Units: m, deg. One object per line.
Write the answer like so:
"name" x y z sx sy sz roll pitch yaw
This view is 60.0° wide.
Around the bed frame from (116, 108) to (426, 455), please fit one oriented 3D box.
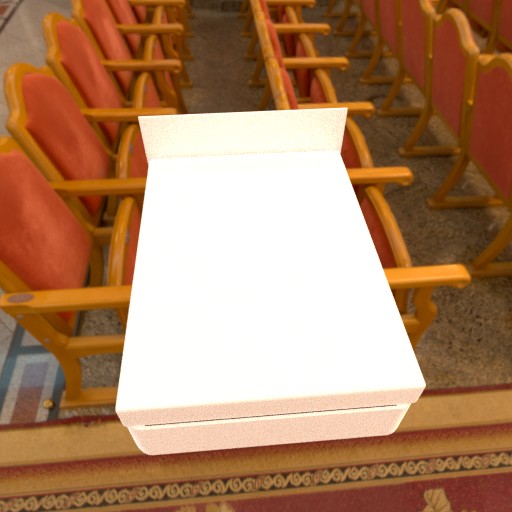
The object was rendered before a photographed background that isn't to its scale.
"bed frame" 0.000 0.000 2.617 1.400 0.800 1.900 -4 47 -3
